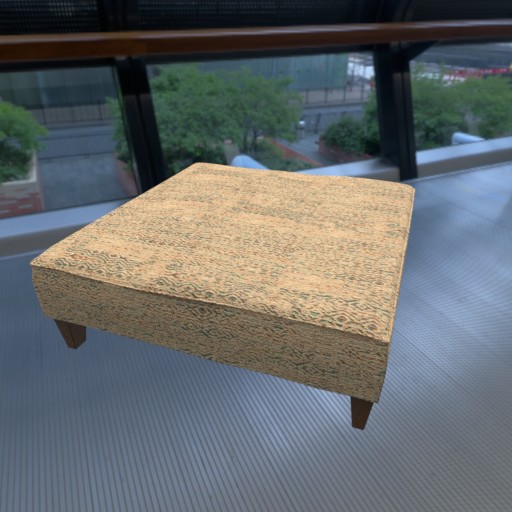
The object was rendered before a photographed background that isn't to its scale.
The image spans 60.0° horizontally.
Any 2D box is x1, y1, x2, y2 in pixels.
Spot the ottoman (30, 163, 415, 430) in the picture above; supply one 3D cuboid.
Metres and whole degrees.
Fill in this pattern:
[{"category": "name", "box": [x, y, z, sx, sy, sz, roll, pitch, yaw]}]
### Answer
[{"category": "ottoman", "box": [0.000, 0.000, 1.534, 0.968, 0.356, 1.004, 10, 30, 18]}]
